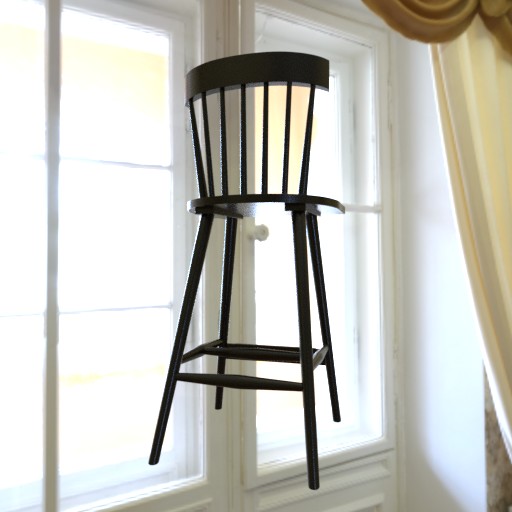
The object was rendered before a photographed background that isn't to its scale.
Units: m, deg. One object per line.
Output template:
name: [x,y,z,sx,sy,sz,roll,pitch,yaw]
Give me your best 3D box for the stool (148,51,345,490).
stool: [0.000,0.000,1.326,0.482,1.092,0.483,0,-1,17]
